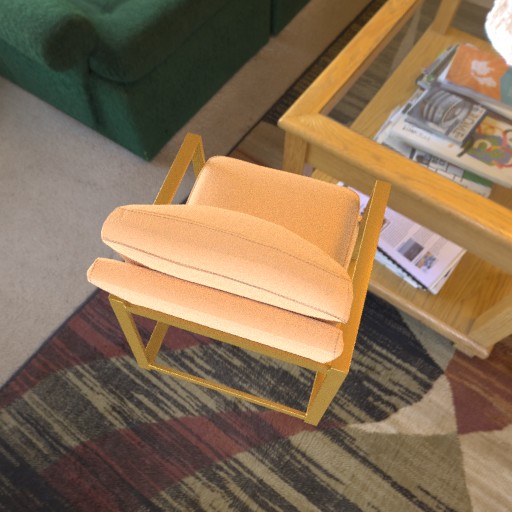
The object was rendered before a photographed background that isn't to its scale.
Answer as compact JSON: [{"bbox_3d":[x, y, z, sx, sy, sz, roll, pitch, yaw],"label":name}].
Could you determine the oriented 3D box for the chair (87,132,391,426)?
[{"bbox_3d":[0.000,0.000,1.531,0.758,0.956,0.813,16,64,8],"label":"chair"}]
